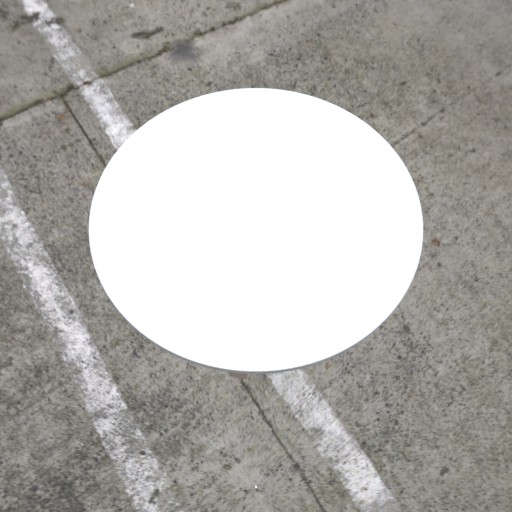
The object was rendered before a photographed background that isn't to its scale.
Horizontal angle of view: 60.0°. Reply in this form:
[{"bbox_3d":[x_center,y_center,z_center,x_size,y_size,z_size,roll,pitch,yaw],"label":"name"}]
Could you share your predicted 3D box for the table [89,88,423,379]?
[{"bbox_3d":[0.000,0.000,0.983,0.600,0.400,0.600,0,63,0],"label":"table"}]
